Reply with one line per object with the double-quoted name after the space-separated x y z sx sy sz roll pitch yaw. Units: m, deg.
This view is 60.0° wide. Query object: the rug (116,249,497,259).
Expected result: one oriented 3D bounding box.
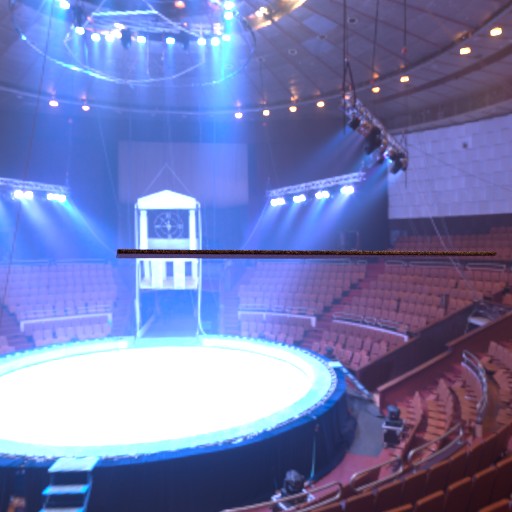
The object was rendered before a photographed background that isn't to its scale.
0.000 0.000 3.997 2.401 0.025 3.000 0 -1 -18 "rug"
